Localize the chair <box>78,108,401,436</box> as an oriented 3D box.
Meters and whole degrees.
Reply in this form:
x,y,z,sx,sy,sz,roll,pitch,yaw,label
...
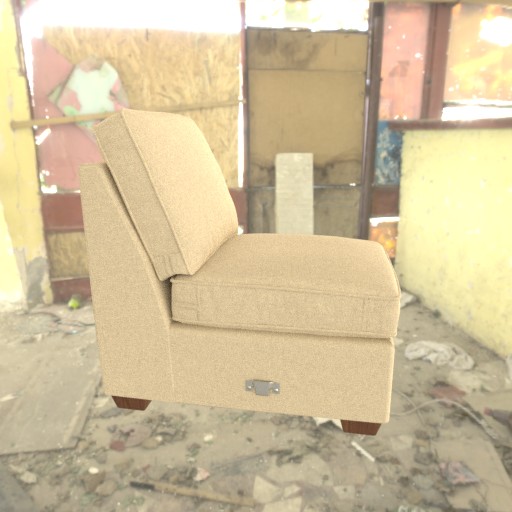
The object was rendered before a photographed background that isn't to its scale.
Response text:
x,y,z,sx,sy,sz,roll,pitch,yaw,label
0.000,0.000,1.558,0.938,0.970,0.621,3,16,10,chair
